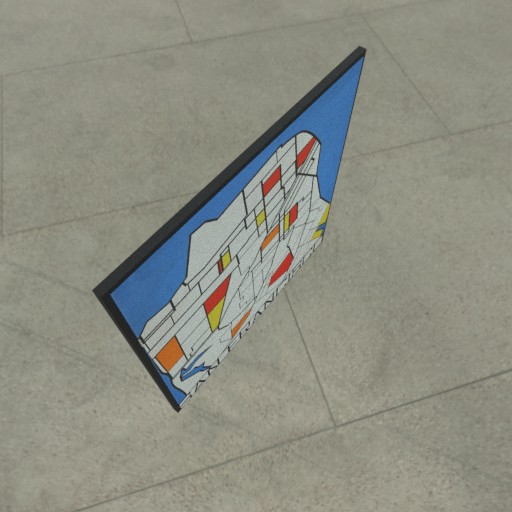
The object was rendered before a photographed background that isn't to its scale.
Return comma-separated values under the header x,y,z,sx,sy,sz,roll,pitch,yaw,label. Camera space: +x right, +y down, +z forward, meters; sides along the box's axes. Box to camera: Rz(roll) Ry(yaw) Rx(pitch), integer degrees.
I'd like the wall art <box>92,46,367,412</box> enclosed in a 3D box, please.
x,y,z,sx,sy,sz,roll,pitch,yaw,label
0.000,0.000,0.682,0.013,0.457,0.458,34,64,19,wall art
